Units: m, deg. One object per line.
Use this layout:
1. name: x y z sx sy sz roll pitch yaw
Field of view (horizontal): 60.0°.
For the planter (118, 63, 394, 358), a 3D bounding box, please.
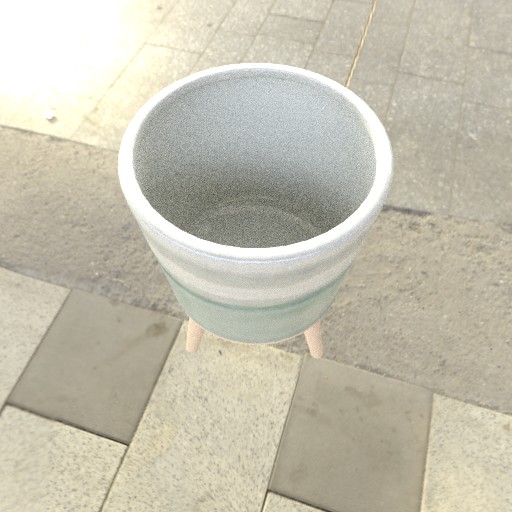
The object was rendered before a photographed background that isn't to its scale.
1. planter: 0.000 0.000 0.598 0.265 0.404 0.265 13 59 8
